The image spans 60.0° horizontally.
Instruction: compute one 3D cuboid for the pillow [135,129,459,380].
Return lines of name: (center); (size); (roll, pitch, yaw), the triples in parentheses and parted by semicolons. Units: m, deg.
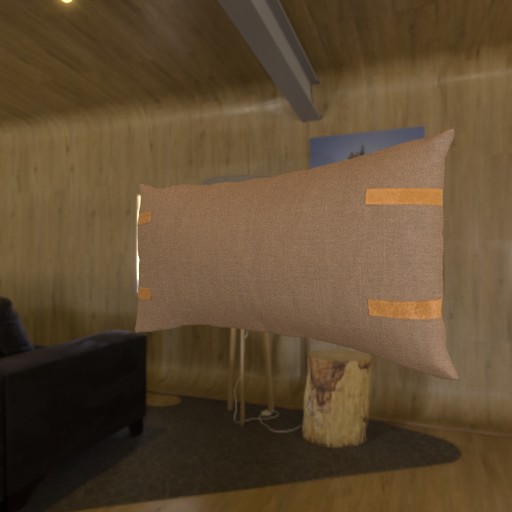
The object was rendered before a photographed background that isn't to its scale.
pillow: (0.000, 0.000, 0.721); (0.612, 0.308, 0.148); (0, -1, 37)
